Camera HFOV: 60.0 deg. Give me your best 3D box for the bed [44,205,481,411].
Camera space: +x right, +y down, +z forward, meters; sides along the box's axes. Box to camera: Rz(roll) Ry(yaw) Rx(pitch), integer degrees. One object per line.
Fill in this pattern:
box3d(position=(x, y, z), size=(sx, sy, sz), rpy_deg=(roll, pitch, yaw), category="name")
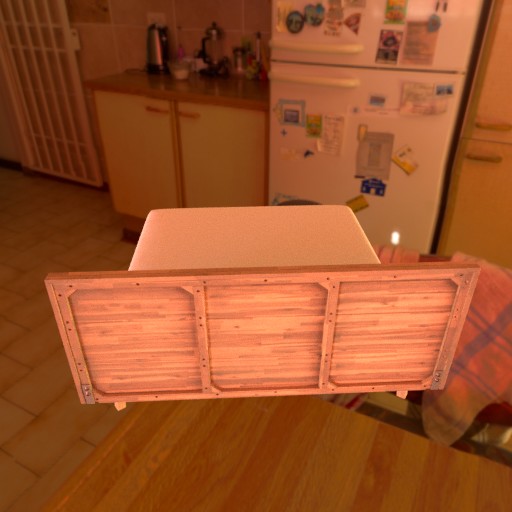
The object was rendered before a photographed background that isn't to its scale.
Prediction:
box3d(position=(0.000, 0.000, 3.345), size=(2.116, 1.100, 2.167), rpy_deg=(-2, 31, -3), category="bed")
